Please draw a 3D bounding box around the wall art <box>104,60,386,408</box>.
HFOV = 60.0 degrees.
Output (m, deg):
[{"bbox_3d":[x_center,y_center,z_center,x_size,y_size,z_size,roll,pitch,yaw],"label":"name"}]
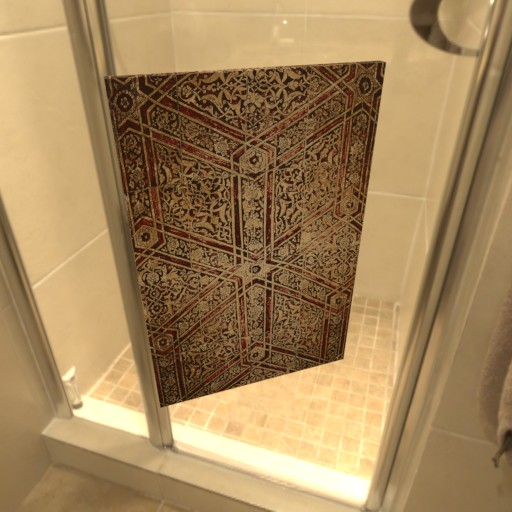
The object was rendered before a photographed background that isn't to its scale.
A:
[{"bbox_3d":[0.000,0.000,0.760,0.397,0.599,0.020,-10,33,-16],"label":"wall art"}]
